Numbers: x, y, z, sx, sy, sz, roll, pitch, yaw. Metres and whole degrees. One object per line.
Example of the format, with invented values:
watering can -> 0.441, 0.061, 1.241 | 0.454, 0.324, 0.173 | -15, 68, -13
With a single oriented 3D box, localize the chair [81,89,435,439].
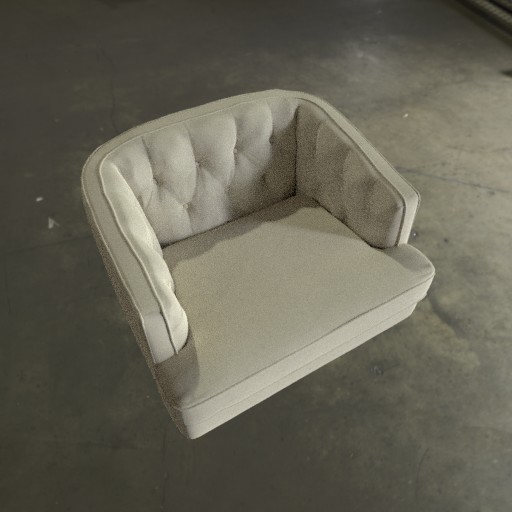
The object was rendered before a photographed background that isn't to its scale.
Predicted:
chair -> 0.000, 0.000, 1.763 | 1.104, 0.852, 0.941 | -24, 52, -20
